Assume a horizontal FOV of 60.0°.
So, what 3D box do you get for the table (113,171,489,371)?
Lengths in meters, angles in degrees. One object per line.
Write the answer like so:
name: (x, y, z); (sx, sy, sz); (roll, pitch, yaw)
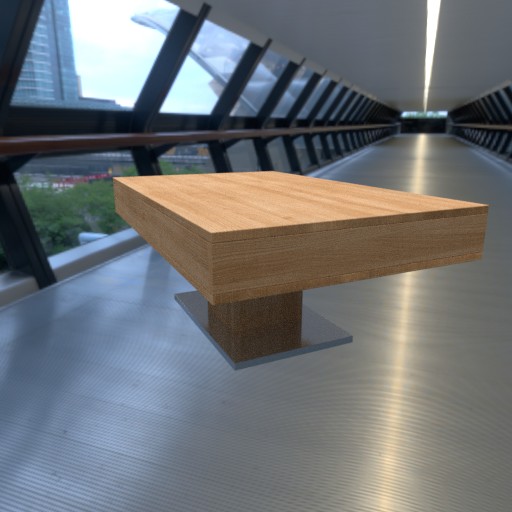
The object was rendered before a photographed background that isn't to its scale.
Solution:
table: (0.000, 0.000, 1.440); (0.700, 0.440, 1.100); (-7, 17, -25)
